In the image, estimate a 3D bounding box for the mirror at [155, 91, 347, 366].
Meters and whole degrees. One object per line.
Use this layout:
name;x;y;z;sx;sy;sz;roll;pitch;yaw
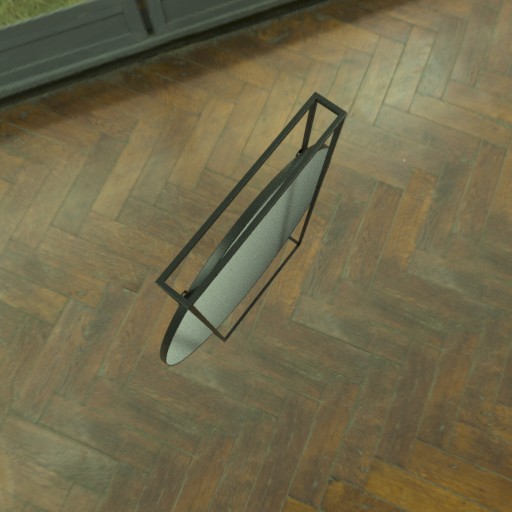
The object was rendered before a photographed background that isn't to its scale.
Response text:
mirror;0.000;0.000;0.825;0.051;0.603;0.508;37;78;9
